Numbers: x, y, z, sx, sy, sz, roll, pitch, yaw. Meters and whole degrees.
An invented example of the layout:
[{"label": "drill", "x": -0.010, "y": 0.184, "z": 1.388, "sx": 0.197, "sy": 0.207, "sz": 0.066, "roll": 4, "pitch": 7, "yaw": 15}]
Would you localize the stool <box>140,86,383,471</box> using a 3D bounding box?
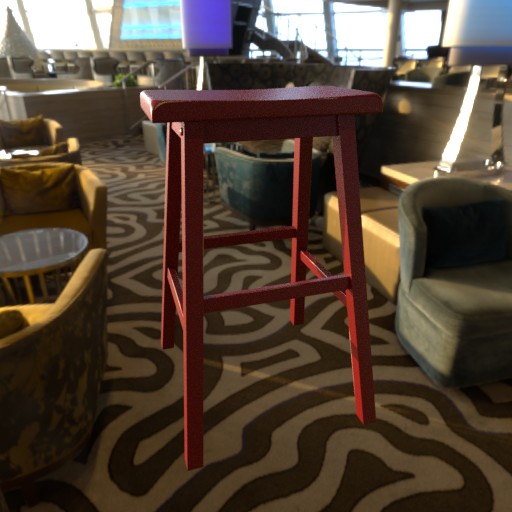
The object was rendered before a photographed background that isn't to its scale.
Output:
[{"label": "stool", "x": 0.000, "y": 0.000, "z": 1.057, "sx": 0.457, "sy": 0.737, "sz": 0.476, "roll": -8, "pitch": 26, "yaw": -16}]
